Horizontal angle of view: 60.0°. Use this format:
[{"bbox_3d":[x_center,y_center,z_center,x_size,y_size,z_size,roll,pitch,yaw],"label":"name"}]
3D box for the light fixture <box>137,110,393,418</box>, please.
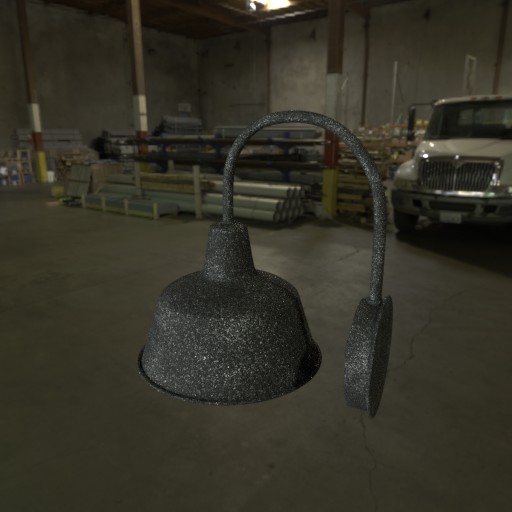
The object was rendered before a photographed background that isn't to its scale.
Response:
[{"bbox_3d":[0.000,0.000,0.483,0.283,0.300,0.216,7,17,24],"label":"light fixture"}]
